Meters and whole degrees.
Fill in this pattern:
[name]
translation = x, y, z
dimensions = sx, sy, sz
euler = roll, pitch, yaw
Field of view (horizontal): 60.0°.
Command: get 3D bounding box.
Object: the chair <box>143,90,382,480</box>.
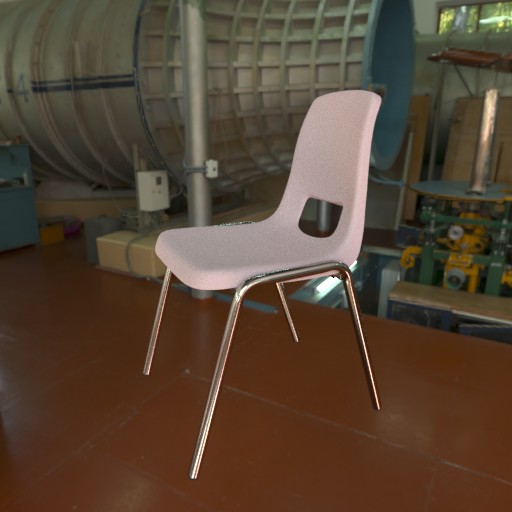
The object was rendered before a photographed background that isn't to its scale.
[chair]
translation = 0.000, 0.000, 0.917
dimensions = 0.436, 0.653, 0.381
euler = -8, 19, -25
